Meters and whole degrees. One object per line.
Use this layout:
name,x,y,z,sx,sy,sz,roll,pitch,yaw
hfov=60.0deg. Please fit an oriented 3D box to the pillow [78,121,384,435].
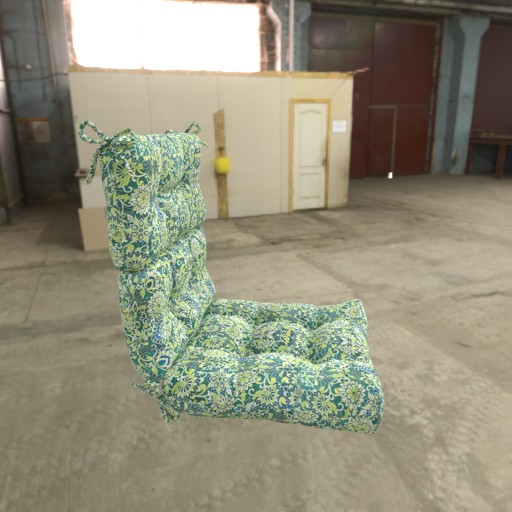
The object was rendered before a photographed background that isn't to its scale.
pillow,0.000,0.000,1.036,0.571,0.605,0.519,2,16,8
